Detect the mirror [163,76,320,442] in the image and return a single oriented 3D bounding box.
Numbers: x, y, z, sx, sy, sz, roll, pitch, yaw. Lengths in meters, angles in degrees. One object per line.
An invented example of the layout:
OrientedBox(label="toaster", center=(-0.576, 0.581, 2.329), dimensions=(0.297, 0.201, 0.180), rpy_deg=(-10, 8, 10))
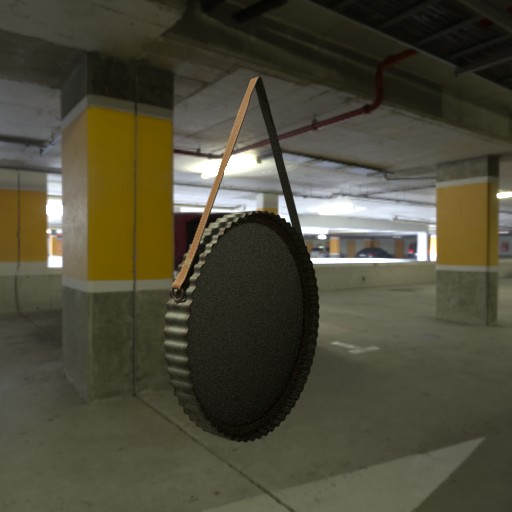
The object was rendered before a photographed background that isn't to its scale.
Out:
OrientedBox(label="mirror", center=(0.000, 0.000, 0.708), dimensions=(0.042, 0.568, 0.355), rpy_deg=(0, 1, 36))
